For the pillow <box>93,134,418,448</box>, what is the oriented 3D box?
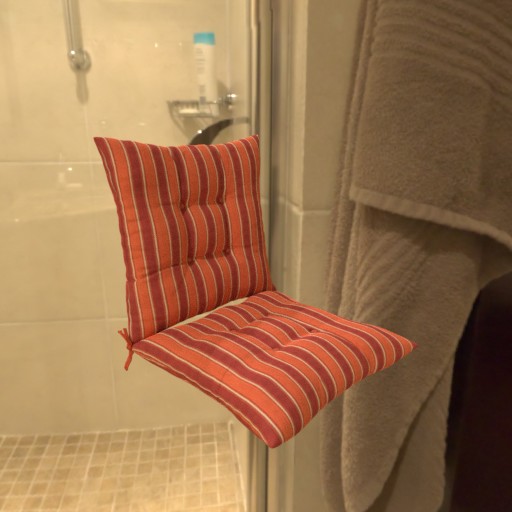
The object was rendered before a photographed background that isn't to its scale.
[{"bbox_3d":[0.000,0.000,1.021,0.541,0.536,0.585,-15,21,-43],"label":"pillow"}]
